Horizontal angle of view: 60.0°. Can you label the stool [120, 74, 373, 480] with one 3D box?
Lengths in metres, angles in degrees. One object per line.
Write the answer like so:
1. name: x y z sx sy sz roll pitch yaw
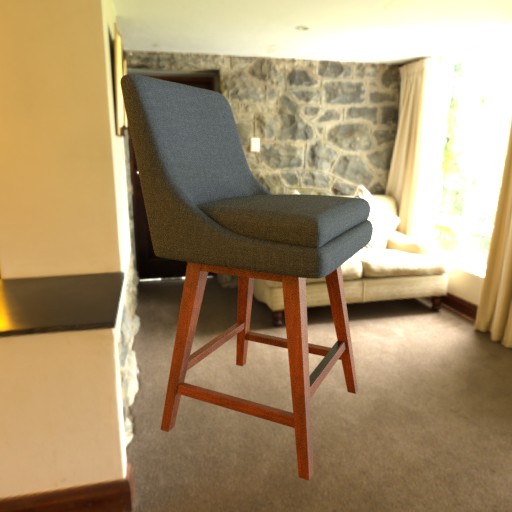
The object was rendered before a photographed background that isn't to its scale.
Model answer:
1. stool: 0.000 0.000 1.182 0.524 0.895 0.467 7 15 26
